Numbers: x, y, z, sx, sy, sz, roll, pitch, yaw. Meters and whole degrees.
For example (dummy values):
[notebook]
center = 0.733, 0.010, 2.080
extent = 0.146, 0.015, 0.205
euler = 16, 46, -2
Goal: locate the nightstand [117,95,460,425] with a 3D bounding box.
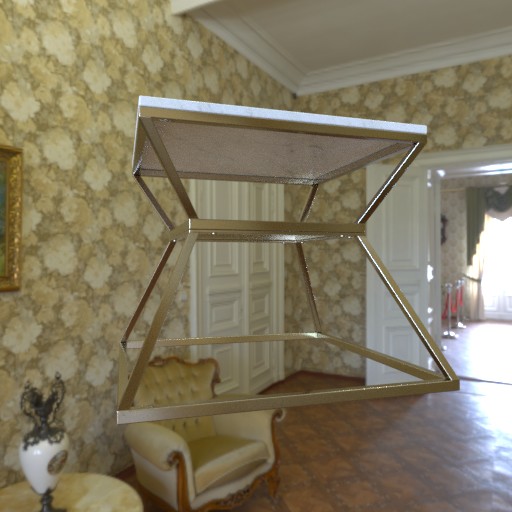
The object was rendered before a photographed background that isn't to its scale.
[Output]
[nightstand]
center = 0.000, 0.000, 0.869
extent = 0.513, 0.426, 0.514
euler = 0, -1, -17
